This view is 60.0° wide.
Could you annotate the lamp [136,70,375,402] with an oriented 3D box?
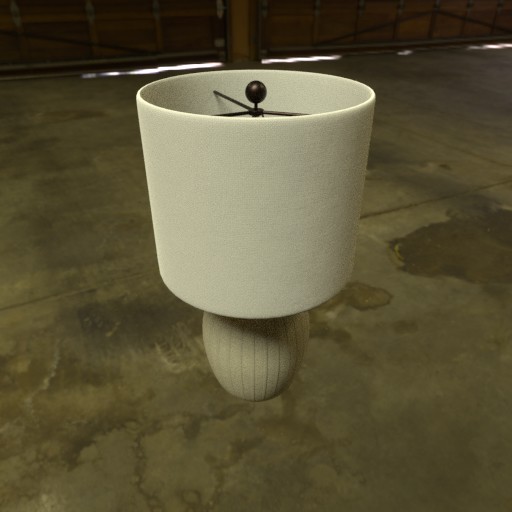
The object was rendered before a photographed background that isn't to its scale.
[{"bbox_3d":[0.000,0.000,0.764,0.329,0.570,0.329,10,33,15],"label":"lamp"}]
